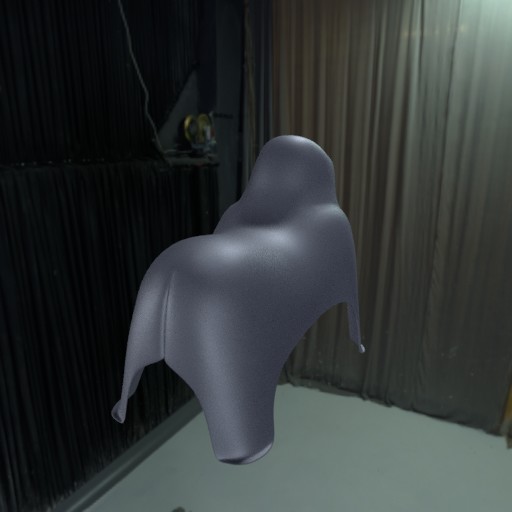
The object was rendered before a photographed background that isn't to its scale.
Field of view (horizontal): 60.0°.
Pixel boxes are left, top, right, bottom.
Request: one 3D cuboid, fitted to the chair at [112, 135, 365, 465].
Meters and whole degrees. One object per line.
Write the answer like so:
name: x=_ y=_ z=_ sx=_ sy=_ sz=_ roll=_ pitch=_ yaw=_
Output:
chair: x=0.000 y=0.000 z=1.134 sx=0.490 sy=0.600 sz=0.758 roll=8 pitch=16 yaw=27
